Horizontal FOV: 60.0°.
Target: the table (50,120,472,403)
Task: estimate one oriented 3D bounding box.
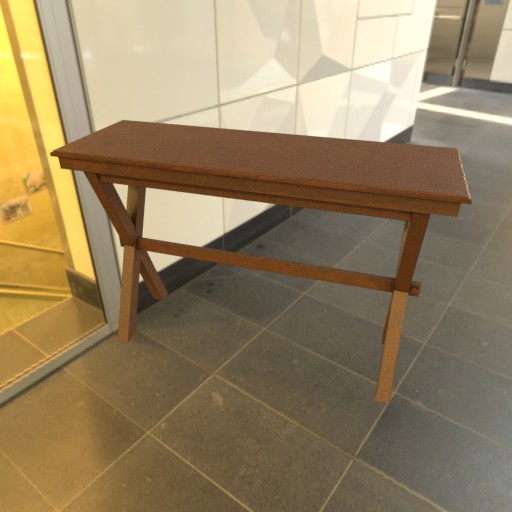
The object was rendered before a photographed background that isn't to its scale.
[{"bbox_3d":[0.000,0.000,1.558,1.197,0.763,0.399,9,32,15],"label":"table"}]
